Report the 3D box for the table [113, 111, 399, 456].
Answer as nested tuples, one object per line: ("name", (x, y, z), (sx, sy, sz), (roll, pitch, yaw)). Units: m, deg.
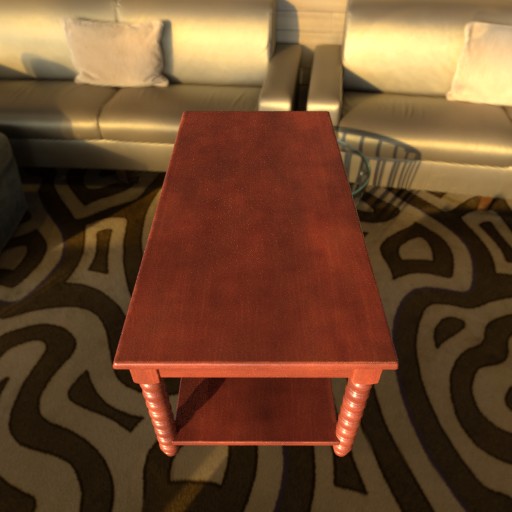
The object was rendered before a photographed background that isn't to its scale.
("table", (0.000, 0.000, 1.469), (0.580, 0.485, 1.171), (0, 42, 0))
